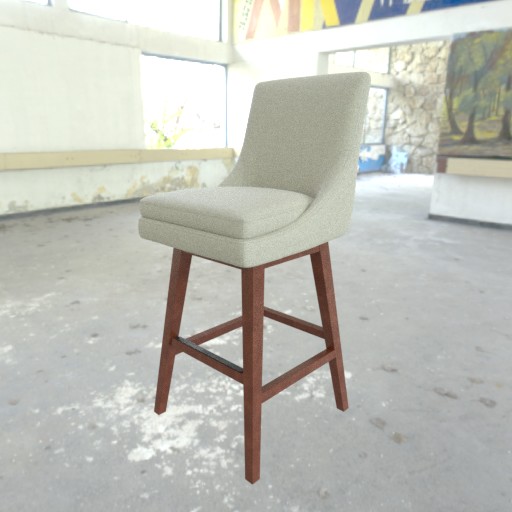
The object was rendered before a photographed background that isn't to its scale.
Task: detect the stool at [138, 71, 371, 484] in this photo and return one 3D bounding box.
[{"bbox_3d":[0.000,0.000,1.389,0.470,1.092,0.559,15,21,42],"label":"stool"}]
